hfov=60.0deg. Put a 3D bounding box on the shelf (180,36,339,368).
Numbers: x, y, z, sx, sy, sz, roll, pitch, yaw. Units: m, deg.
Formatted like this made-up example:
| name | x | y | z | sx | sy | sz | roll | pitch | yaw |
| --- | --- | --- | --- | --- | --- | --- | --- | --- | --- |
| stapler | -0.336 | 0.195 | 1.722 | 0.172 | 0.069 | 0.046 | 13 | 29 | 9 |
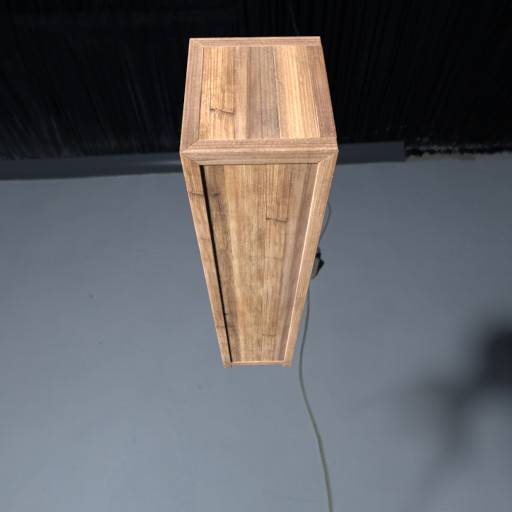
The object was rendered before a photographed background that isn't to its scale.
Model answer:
| name | x | y | z | sx | sy | sz | roll | pitch | yaw |
| --- | --- | --- | --- | --- | --- | --- | --- | --- | --- |
| shelf | 0.000 | 0.000 | 2.110 | 0.428 | 1.900 | 0.500 | -1 | 59 | -1 |
